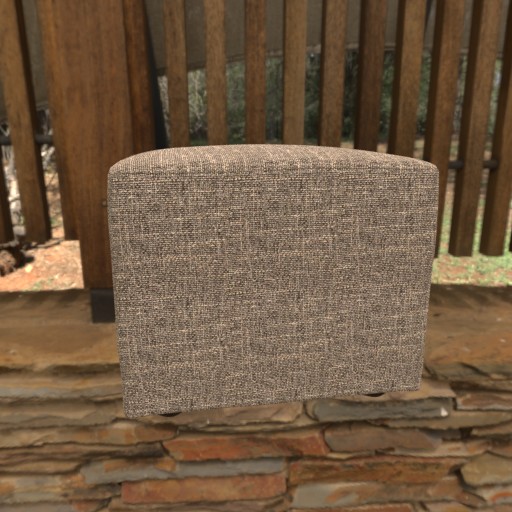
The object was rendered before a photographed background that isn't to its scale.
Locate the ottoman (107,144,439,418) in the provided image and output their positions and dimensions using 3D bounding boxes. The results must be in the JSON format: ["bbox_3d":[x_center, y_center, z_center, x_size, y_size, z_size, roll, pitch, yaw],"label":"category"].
[{"bbox_3d":[0.000,0.000,0.928,0.512,0.453,0.521,-2,15,-9],"label":"ottoman"}]
